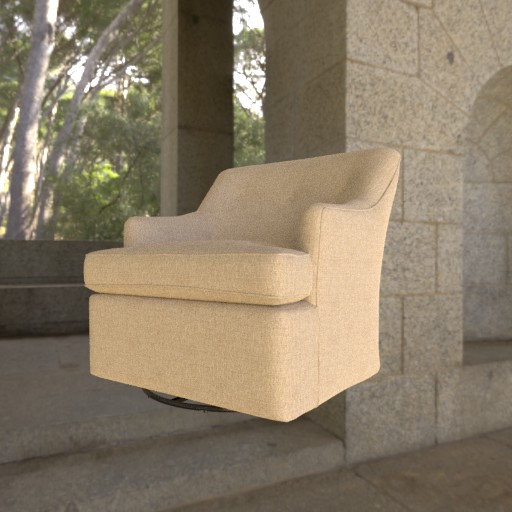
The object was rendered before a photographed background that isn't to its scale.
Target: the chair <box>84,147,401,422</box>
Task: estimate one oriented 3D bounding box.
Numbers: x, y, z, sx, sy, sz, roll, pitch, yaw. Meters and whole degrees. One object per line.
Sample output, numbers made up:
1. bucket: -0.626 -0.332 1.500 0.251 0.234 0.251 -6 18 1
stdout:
1. chair: 0.000 0.000 1.606 0.864 0.856 0.923 0 0 35
